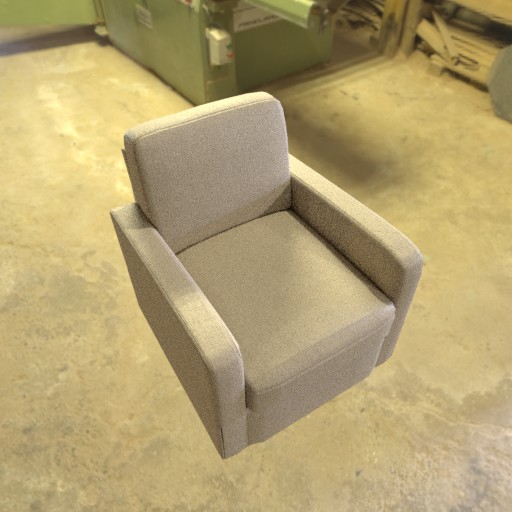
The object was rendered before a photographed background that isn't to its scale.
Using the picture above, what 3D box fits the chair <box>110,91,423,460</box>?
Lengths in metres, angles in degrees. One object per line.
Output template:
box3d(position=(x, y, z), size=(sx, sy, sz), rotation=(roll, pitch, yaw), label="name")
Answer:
box3d(position=(0.000, 0.000, 1.545), size=(0.755, 0.827, 0.888), rotation=(-24, 50, -22), label="chair")
